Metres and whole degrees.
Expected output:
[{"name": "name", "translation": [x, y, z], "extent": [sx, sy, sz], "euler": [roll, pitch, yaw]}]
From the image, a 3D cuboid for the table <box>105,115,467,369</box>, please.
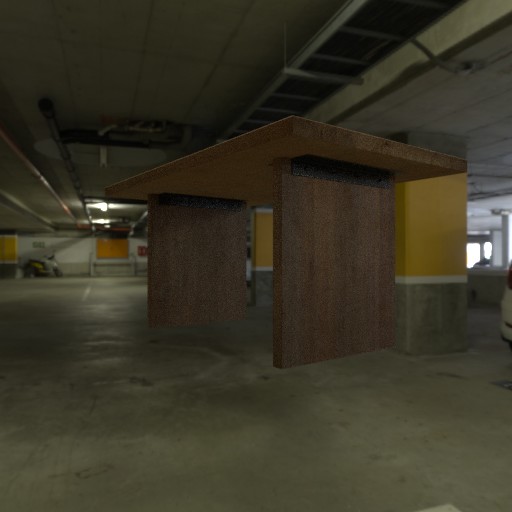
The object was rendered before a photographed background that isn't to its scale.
[{"name": "table", "translation": [0.000, 0.000, 2.163], "extent": [0.946, 0.780, 1.609], "euler": [0, 0, -37]}]
